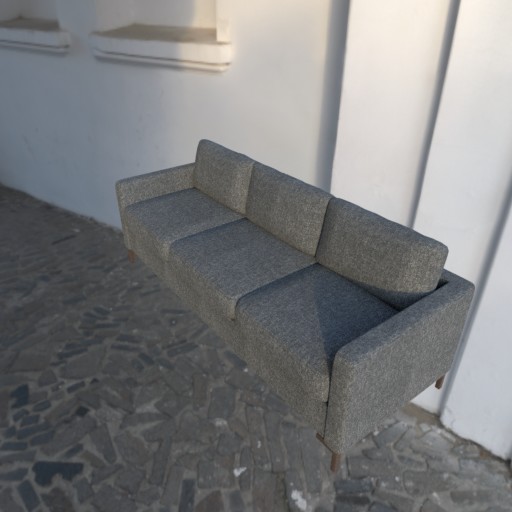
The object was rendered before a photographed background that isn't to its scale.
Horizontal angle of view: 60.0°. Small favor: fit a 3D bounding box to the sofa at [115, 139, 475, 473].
[{"bbox_3d":[0.000,0.000,2.656,0.859,0.874,2.218,-21,37,-31],"label":"sofa"}]
